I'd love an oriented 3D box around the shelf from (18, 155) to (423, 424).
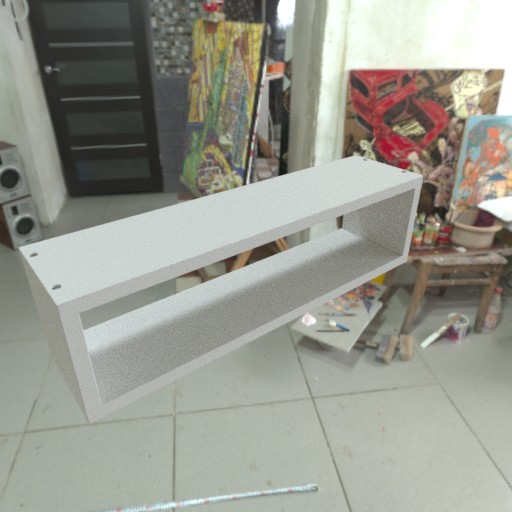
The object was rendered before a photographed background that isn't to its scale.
[{"bbox_3d":[0.000,0.000,0.688,0.610,0.170,0.150,-21,36,-32],"label":"shelf"}]
